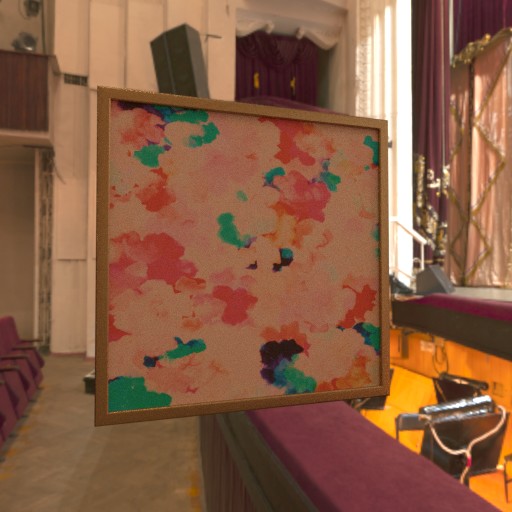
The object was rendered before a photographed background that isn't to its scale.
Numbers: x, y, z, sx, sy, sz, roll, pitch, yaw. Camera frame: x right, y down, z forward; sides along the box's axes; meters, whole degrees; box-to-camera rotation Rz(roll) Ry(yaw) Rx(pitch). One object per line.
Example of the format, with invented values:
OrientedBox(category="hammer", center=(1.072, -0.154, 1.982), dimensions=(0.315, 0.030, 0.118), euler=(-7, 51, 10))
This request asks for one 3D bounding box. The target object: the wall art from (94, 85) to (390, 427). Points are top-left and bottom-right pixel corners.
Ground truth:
OrientedBox(category="wall art", center=(0.000, 0.000, 1.129), dimensions=(0.767, 0.765, 0.036), euler=(0, -1, -18))
